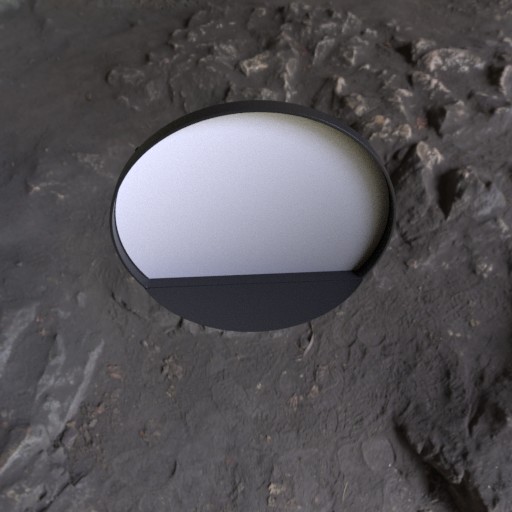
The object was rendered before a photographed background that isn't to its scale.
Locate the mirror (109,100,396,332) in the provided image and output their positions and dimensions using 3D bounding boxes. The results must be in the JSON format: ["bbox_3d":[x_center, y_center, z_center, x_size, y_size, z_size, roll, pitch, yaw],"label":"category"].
[{"bbox_3d":[0.000,0.000,0.698,0.457,0.457,0.133,-2,46,-2],"label":"mirror"}]
